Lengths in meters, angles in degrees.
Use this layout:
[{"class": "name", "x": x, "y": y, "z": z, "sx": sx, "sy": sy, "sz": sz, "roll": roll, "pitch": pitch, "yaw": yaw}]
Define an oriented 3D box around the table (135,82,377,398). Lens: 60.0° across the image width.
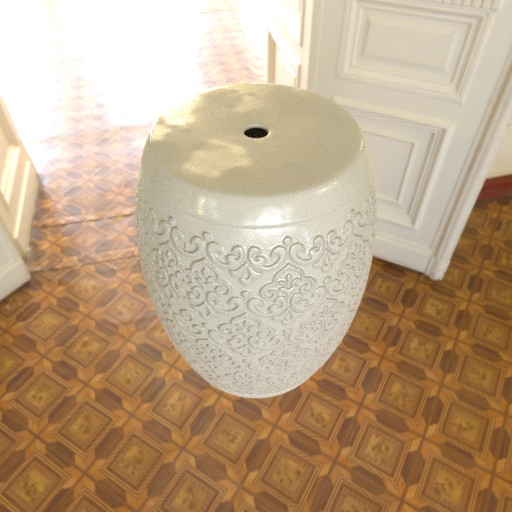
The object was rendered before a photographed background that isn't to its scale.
[{"class": "table", "x": 0.000, "y": 0.000, "z": 0.621, "sx": 0.309, "sy": 0.397, "sz": 0.309, "roll": 0, "pitch": 47, "yaw": 0}]
